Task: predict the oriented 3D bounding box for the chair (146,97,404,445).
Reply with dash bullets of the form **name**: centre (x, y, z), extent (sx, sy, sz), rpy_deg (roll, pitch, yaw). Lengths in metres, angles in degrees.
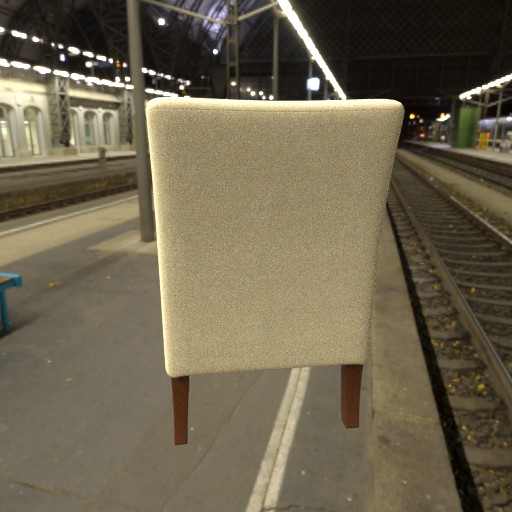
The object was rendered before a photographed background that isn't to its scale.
- **chair**: centre (0.000, 0.000, 1.309), extent (0.521, 0.833, 0.754), rpy_deg (-2, 16, -7)
